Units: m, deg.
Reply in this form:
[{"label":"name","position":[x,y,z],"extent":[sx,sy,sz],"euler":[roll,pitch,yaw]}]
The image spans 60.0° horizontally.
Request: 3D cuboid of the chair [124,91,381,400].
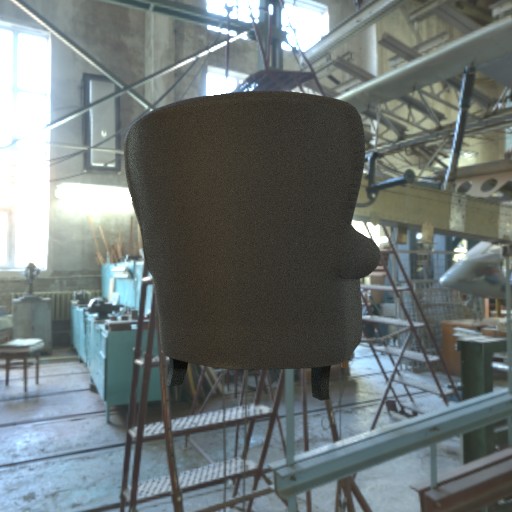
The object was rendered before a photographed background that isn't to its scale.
[{"label":"chair","position":[0.000,0.000,1.857],"extent":[0.983,1.046,0.983],"euler":[0,-1,18]}]
